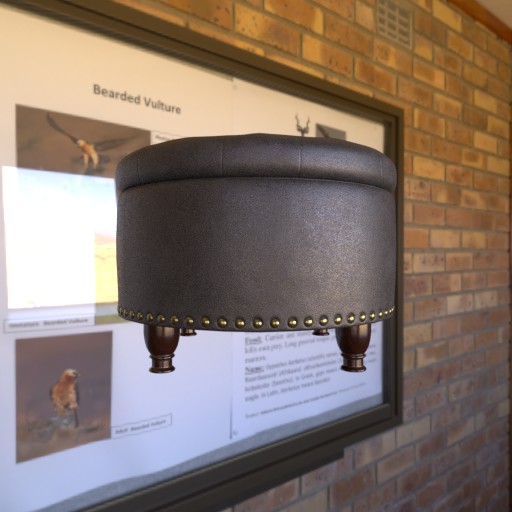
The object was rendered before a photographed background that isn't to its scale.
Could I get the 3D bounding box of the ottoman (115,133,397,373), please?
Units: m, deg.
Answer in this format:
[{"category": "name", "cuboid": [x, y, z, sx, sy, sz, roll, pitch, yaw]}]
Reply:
[{"category": "ottoman", "cuboid": [0.000, 0.000, 1.053, 0.637, 0.442, 0.637, 0, 0, 0]}]
